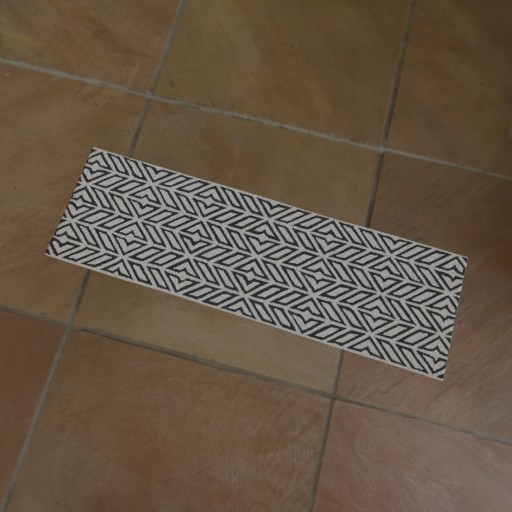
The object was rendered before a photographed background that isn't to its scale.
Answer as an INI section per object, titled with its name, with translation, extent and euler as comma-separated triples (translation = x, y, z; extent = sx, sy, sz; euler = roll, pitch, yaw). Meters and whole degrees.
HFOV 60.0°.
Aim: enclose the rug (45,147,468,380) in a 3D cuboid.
[rug]
translation = 0.000, 0.000, 2.666
extent = 2.435, 0.009, 0.750
euler = 17, 76, 4
